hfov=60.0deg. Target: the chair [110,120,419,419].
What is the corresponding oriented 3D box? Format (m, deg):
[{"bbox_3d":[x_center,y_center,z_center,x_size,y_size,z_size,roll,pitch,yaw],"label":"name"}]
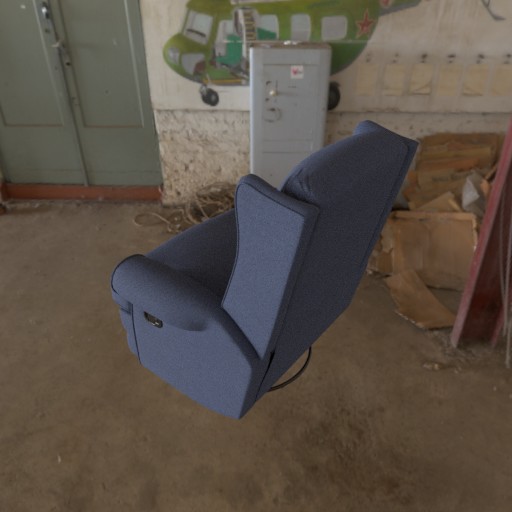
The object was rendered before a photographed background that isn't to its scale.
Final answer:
[{"bbox_3d":[0.000,0.000,1.753,0.877,1.020,0.971,22,38,31],"label":"chair"}]
